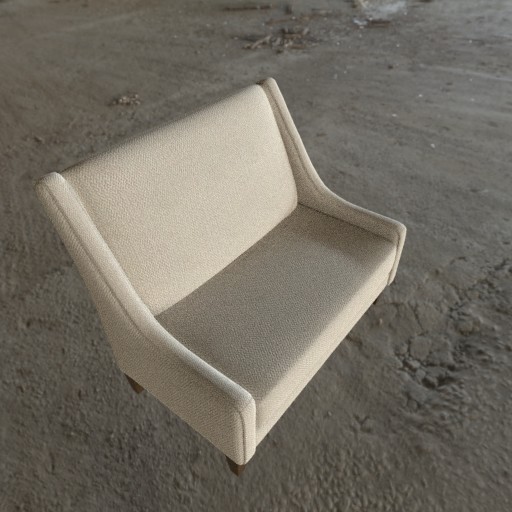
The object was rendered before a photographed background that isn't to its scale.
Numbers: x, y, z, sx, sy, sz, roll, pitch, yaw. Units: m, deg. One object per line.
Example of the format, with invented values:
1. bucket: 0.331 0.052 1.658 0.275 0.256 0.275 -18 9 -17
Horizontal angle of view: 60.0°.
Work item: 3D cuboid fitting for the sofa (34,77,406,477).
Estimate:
1. sofa: 0.000 0.000 1.874 0.870 1.022 1.242 27 47 28
